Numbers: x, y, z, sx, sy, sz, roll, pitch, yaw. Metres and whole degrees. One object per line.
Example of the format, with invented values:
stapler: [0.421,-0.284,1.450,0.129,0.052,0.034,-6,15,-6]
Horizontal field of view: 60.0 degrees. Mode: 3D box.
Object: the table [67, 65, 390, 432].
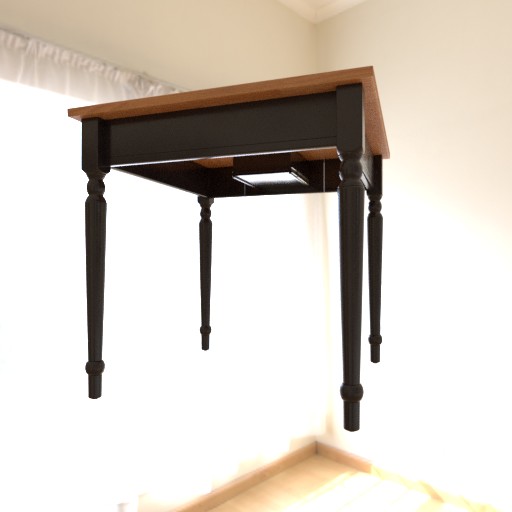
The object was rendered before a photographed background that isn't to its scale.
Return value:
table: [0.000,0.000,1.341,0.747,0.738,0.747,0,-1,19]
